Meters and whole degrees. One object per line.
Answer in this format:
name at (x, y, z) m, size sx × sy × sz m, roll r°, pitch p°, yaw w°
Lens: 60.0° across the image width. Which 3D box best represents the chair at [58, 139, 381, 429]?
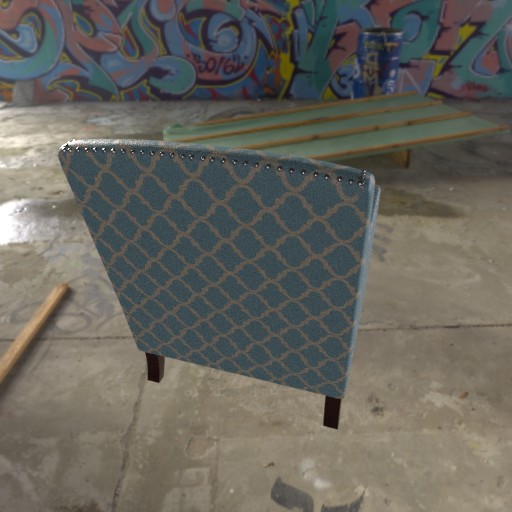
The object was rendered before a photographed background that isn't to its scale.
chair at (0.000, 0.000, 1.267) m, size 0.617 × 0.817 × 0.686 m, roll 9°, pitch 32°, yaw 15°
